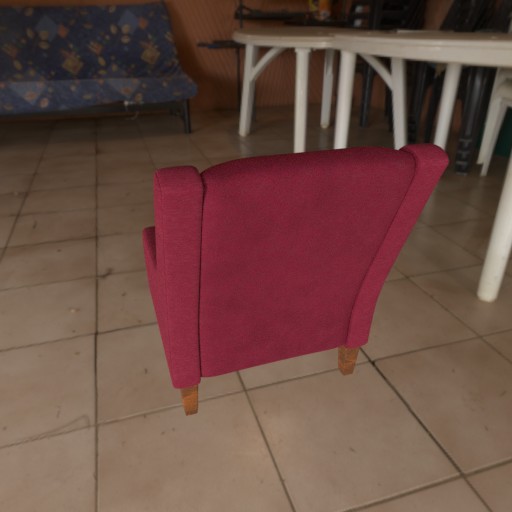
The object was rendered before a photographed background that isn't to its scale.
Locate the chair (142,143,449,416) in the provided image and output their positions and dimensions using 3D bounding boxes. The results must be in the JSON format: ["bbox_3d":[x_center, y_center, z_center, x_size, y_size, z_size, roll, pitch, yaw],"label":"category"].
[{"bbox_3d":[0.000,0.000,1.713,0.793,1.017,0.985,-9,29,-17],"label":"chair"}]
